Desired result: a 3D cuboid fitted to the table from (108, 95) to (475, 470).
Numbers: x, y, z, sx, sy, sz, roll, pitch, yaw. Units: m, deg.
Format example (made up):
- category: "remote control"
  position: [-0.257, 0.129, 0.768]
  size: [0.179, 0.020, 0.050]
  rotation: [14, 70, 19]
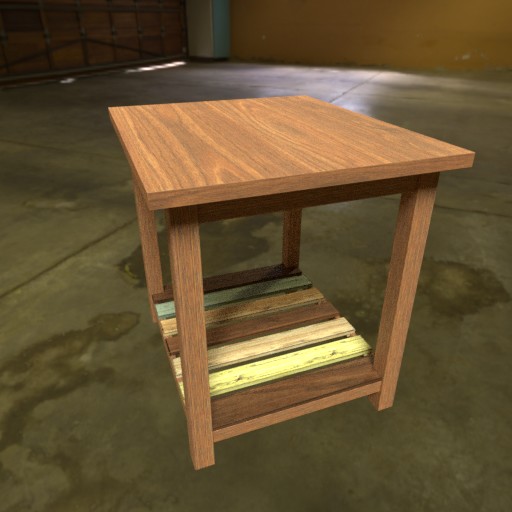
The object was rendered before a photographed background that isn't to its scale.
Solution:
- category: "table"
  position: [0.000, 0.000, 1.100]
  size: [0.559, 0.635, 0.660]
  rotation: [-10, 30, -18]
